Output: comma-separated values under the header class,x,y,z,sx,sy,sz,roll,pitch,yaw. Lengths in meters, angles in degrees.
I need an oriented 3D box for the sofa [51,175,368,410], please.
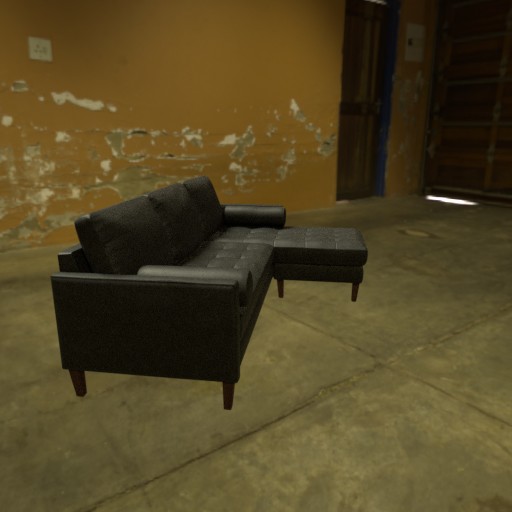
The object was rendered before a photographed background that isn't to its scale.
class,x,y,z,sx,sy,sz,roll,pitch,yaw
sofa,0.000,0.000,2.885,1.497,0.876,2.178,2,15,8
